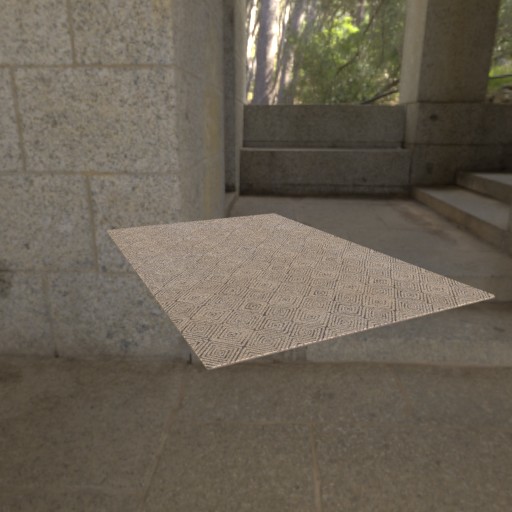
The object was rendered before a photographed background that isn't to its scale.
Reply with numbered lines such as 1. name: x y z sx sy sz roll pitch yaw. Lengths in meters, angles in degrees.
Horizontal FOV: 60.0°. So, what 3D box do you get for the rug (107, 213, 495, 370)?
1. rug: 0.000 0.000 2.217 1.175 0.008 1.783 -8 19 -25
